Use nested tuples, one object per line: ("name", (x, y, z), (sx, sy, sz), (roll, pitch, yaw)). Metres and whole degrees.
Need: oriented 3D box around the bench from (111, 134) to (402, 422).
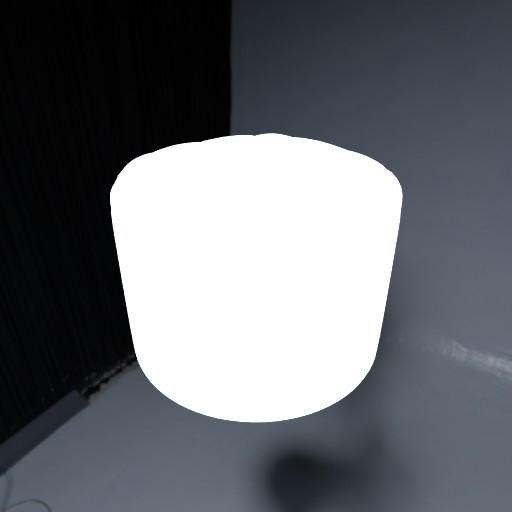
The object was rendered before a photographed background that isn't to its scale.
("bench", (0.000, 0.000, 1.025), (0.600, 0.453, 0.600), (0, 29, 0))
